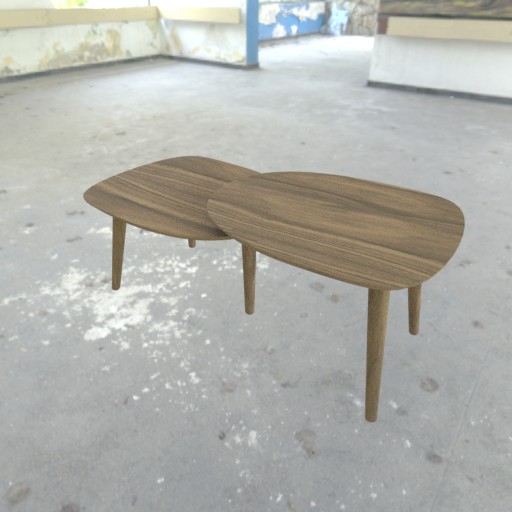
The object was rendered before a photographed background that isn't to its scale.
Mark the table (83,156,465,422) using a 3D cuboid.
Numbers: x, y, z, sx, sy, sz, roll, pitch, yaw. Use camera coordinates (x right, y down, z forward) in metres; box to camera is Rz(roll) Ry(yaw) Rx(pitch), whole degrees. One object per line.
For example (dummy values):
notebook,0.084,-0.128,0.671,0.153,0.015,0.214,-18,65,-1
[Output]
table,0.000,0.000,1.348,1.084,0.429,0.527,21,37,30
